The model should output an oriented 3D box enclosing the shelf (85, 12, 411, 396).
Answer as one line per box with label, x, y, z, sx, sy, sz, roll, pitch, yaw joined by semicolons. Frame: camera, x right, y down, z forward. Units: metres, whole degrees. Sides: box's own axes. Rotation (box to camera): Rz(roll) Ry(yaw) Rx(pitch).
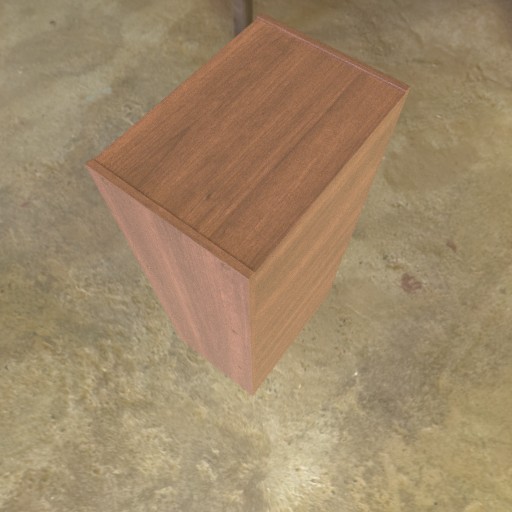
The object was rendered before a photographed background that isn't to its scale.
shelf;0.000;0.000;1.047;0.290;0.879;0.414;34;68;16
